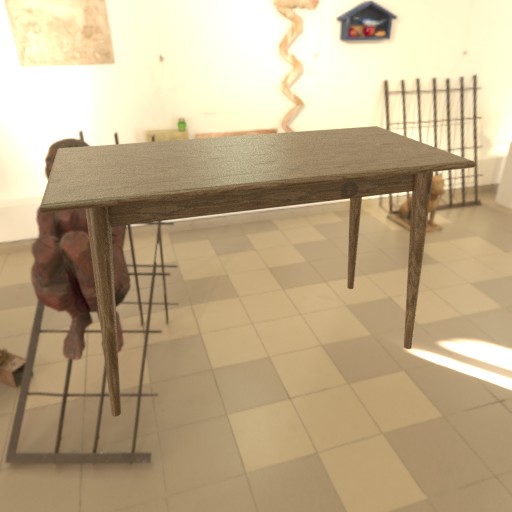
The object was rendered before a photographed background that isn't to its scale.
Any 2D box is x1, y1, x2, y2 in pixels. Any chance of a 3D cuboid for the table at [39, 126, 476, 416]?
[{"bbox_3d":[0.000,0.000,1.685,1.300,0.780,0.599,-8,29,-16],"label":"table"}]
